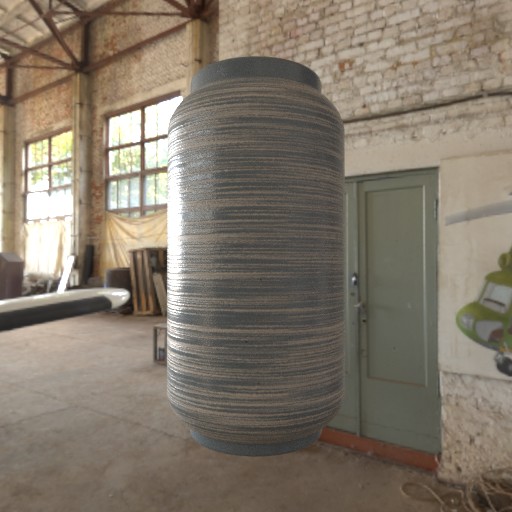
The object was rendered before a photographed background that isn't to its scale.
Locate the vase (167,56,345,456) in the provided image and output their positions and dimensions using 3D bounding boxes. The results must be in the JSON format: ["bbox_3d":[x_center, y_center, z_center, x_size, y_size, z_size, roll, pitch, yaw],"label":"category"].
[{"bbox_3d":[0.000,0.000,0.296,0.116,0.230,0.116,0,-1,0],"label":"vase"}]
